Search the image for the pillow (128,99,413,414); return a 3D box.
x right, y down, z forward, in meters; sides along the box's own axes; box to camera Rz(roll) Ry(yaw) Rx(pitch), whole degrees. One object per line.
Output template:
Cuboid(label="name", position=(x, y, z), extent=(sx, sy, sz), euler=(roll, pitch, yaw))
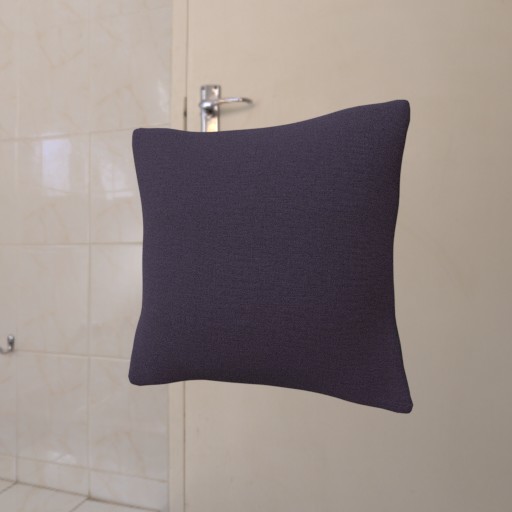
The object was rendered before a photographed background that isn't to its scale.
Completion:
Cuboid(label="pillow", position=(0.000, 0.000, 0.655), extent=(0.437, 0.419, 0.136), euler=(0, 0, 19))
